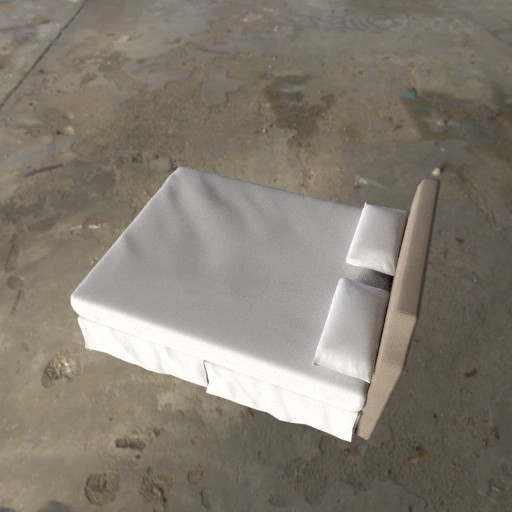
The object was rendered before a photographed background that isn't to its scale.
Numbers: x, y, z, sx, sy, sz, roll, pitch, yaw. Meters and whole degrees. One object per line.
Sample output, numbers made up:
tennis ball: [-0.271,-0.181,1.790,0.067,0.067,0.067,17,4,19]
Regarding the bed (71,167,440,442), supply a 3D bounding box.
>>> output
bed: [0.000,0.000,3.695,2.498,1.293,1.977,16,49,14]
